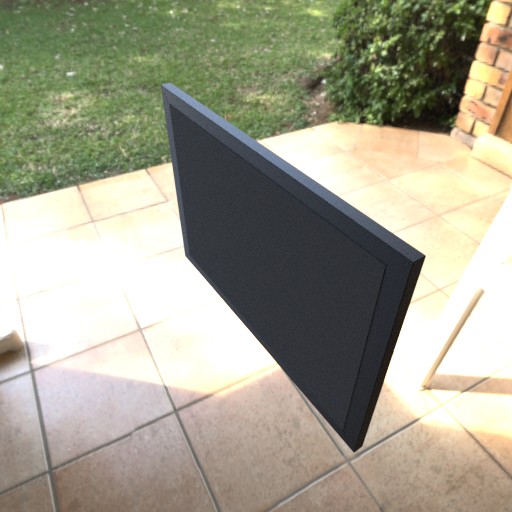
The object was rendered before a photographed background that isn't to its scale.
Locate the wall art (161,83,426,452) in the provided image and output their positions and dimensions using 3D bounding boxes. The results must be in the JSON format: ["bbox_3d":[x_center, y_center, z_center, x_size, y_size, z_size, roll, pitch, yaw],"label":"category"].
[{"bbox_3d":[0.000,0.000,0.565,0.016,0.306,0.432,-24,47,-25],"label":"wall art"}]
